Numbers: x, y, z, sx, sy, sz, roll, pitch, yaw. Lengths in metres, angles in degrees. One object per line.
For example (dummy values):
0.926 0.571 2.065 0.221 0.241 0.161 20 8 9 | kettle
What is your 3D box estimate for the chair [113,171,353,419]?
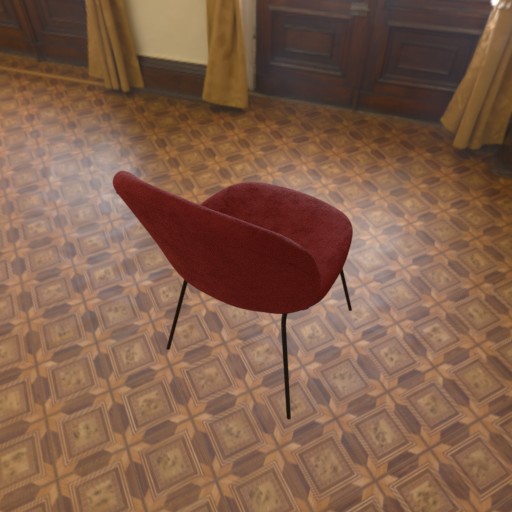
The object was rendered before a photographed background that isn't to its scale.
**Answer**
0.000 0.000 1.178 0.458 0.791 0.587 24 51 21 | chair
